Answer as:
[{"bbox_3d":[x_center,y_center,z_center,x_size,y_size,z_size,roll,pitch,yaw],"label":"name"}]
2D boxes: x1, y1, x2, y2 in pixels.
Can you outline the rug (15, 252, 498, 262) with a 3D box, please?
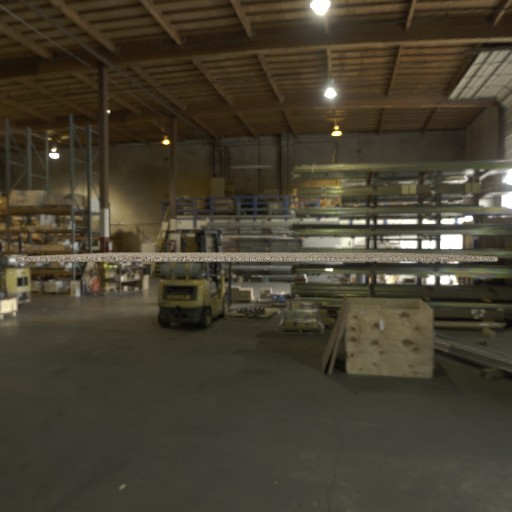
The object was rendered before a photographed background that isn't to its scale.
[{"bbox_3d":[0.000,0.000,3.389,2.743,0.030,1.778,0,1,-1],"label":"rug"}]
